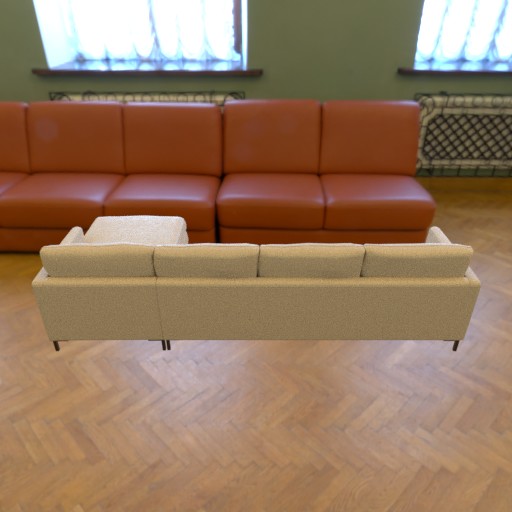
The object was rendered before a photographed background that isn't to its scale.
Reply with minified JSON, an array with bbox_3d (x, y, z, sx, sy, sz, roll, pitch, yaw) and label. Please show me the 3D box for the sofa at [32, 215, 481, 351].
[{"bbox_3d":[0.000,0.000,3.245,2.731,0.755,1.258,0,31,0],"label":"sofa"}]
